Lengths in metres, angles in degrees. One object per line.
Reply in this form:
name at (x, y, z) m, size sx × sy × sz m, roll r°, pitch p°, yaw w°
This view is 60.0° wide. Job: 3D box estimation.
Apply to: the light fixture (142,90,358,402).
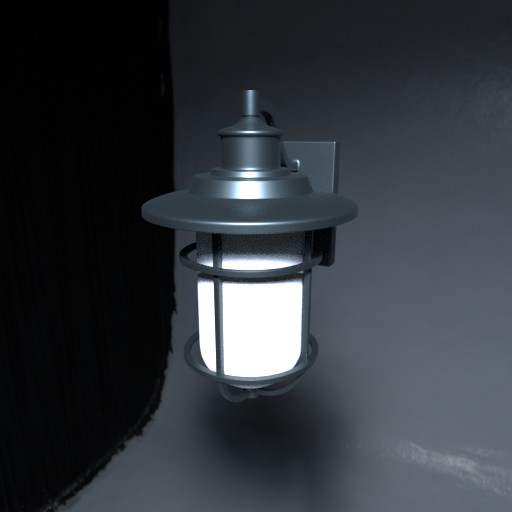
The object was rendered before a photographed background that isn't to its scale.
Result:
light fixture at (0.000, 0.000, 0.496) m, size 0.222 × 0.345 × 0.252 m, roll 8°, pitch 17°, yaw 27°
